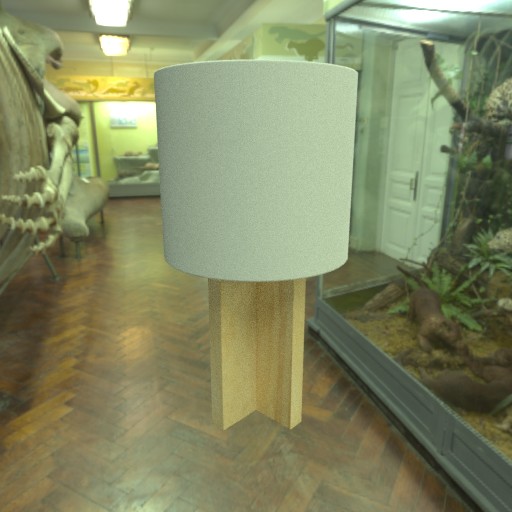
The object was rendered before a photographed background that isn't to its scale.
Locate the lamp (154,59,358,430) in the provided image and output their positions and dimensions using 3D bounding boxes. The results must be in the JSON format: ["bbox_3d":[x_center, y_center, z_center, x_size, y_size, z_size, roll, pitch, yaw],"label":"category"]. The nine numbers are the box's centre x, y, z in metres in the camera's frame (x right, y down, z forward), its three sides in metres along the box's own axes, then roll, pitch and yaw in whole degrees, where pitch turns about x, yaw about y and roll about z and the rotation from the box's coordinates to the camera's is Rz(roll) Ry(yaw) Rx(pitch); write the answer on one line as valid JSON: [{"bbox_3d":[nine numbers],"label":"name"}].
[{"bbox_3d":[0.000,0.000,0.563,0.229,0.428,0.229,14,21,42],"label":"lamp"}]
